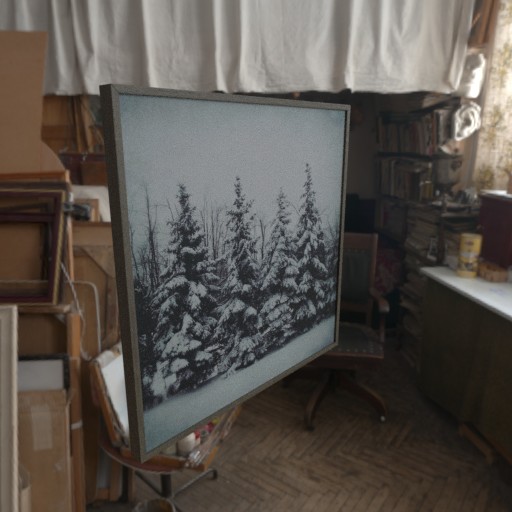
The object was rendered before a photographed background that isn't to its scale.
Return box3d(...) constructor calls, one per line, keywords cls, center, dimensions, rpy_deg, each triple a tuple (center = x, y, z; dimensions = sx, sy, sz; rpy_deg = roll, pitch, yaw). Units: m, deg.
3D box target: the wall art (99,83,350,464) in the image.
box3d(cls="wall art", center=(0.000, 0.000, 1.124), dimensions=(0.039, 0.758, 0.758), rpy_deg=(14, 20, 41))
